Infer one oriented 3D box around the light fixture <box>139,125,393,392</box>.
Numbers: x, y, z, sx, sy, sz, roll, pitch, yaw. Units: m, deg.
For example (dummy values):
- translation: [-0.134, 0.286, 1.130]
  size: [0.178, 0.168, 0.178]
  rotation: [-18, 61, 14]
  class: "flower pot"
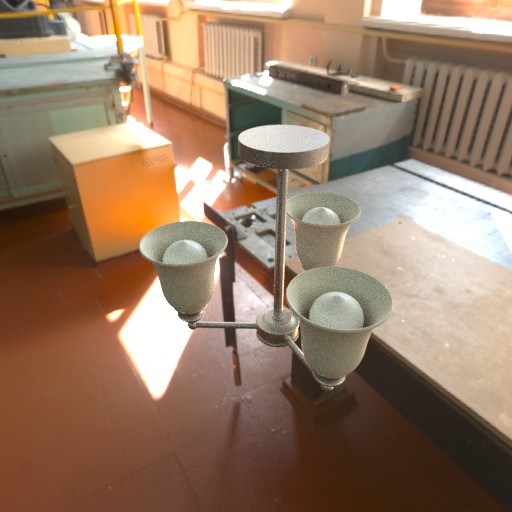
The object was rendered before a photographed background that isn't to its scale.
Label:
- translation: [0.000, 0.000, 0.683]
  size: [0.354, 0.370, 0.388]
  rotation: [1, 32, 2]
  class: "light fixture"
